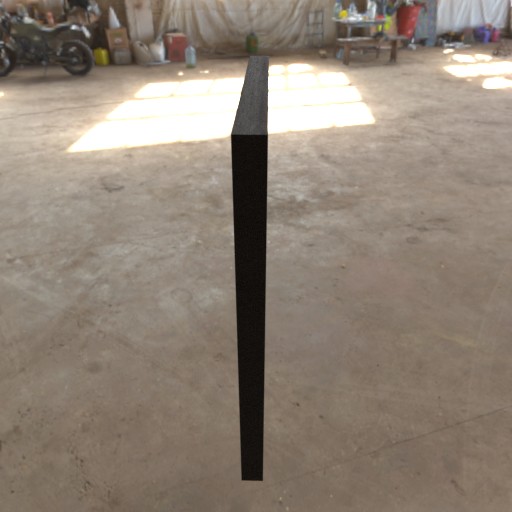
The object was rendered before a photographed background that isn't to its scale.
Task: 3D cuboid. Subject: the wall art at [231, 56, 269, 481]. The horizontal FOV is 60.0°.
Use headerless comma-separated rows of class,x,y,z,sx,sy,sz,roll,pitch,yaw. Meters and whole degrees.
wall art,0.000,0.000,0.743,0.034,0.552,0.455,1,33,1
